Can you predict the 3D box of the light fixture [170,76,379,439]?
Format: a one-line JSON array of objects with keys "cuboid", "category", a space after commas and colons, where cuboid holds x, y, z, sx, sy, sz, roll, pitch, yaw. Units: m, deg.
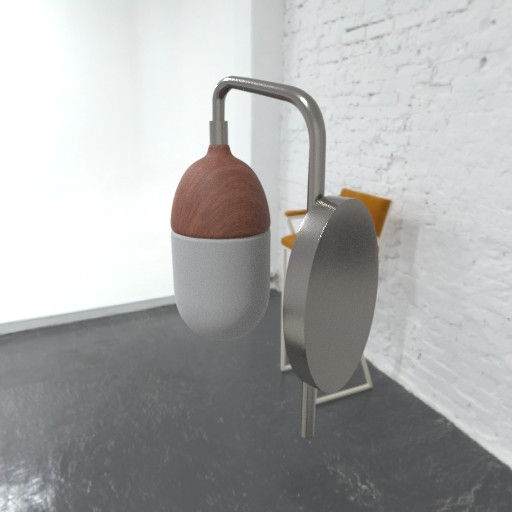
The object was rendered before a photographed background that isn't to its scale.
[{"cuboid": [0.000, 0.000, 0.447, 0.108, 0.343, 0.216, -16, 22, -42], "category": "light fixture"}]
